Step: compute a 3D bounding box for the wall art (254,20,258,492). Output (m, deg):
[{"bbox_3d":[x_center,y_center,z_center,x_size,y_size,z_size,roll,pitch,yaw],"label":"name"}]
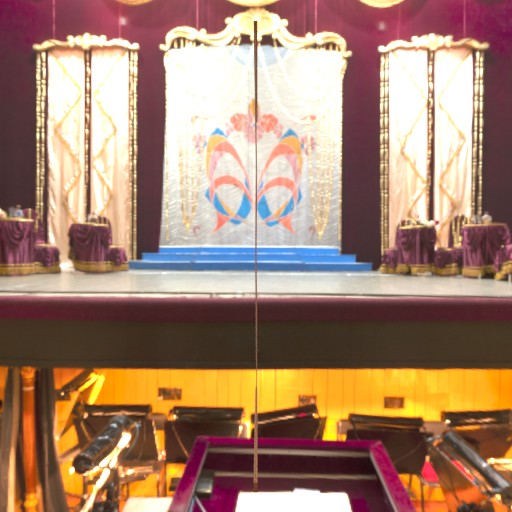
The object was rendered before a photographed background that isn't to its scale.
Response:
[{"bbox_3d":[0.000,0.000,1.940,0.019,1.527,1.019,0,1,0],"label":"wall art"}]
